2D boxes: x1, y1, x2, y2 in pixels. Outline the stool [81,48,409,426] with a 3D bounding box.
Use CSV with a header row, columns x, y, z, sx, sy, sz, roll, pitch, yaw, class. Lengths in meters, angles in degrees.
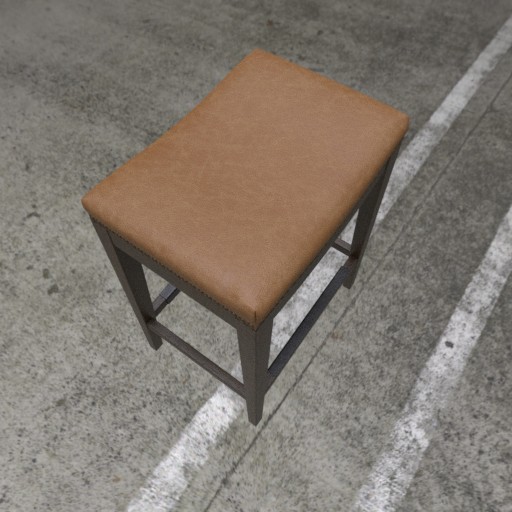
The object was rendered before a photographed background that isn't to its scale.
x,y,z,sx,sy,sz,roll,pitch,yaw,class
0.000,0.000,0.995,0.361,0.660,0.500,32,64,17,stool
